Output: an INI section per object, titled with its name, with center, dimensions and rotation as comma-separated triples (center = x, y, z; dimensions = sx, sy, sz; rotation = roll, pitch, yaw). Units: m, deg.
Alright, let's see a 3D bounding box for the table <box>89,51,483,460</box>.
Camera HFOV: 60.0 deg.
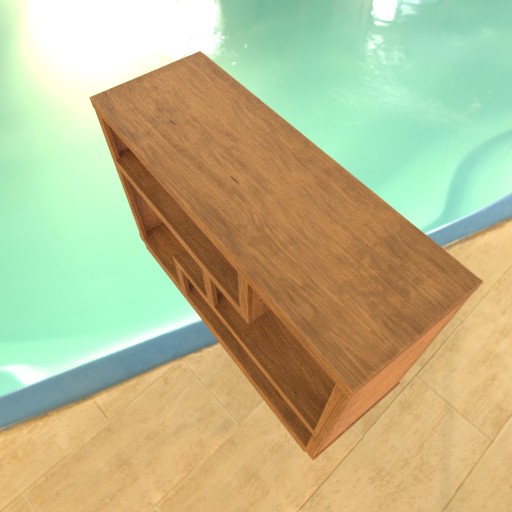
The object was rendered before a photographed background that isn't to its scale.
[table]
center = 0.000, 0.000, 1.499
dimensions = 0.410, 0.771, 1.151
rotation = -33, 62, -20
